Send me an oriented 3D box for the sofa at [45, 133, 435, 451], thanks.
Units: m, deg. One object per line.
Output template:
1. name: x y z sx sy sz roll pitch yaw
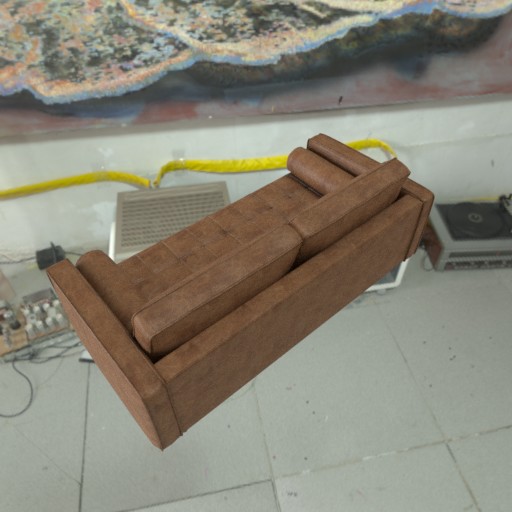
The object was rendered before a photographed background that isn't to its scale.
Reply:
1. sofa: 0.000 0.000 2.435 1.920 0.825 0.924 -32 53 -27
